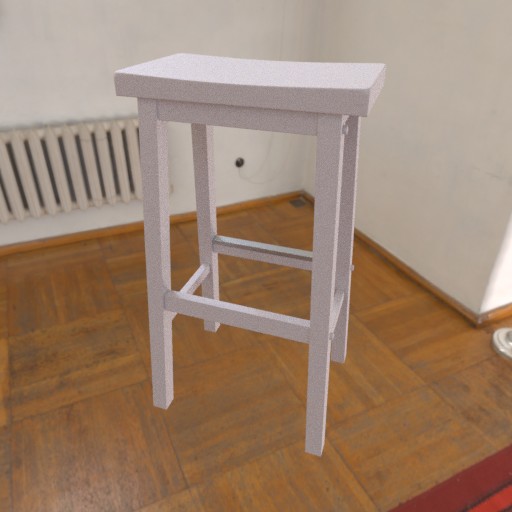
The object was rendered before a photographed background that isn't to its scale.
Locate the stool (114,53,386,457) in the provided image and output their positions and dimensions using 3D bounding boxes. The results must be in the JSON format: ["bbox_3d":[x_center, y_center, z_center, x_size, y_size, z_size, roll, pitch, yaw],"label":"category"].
[{"bbox_3d":[0.000,0.000,0.936,0.406,0.742,0.322,10,33,16],"label":"stool"}]
